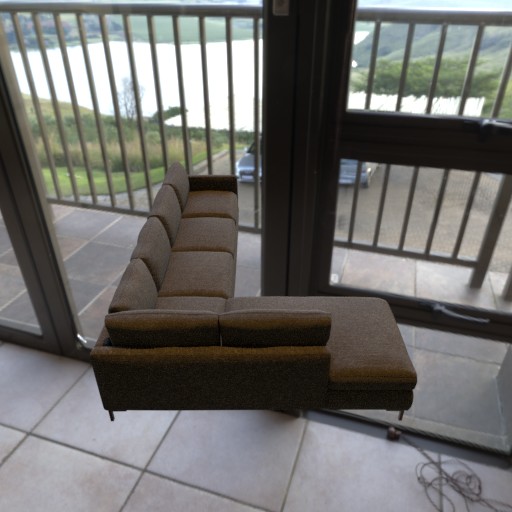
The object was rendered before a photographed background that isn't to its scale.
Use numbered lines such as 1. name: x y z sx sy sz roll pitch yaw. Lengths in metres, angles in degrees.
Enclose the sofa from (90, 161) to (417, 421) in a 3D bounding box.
1. sofa: 0.000 0.000 3.957 2.007 0.815 2.949 0 32 0
